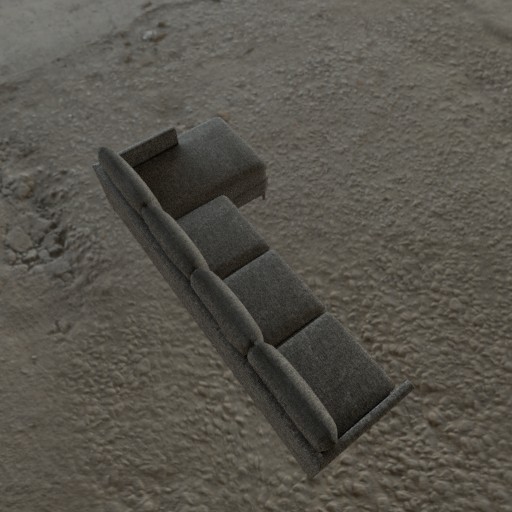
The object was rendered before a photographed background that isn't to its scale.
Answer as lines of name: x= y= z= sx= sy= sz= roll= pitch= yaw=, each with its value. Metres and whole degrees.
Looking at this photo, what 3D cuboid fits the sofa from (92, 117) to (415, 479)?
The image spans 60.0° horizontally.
sofa: x=0.000 y=0.000 z=4.039 sx=1.488 sy=0.970 sz=3.384 roll=-33 pitch=64 yaw=-18
